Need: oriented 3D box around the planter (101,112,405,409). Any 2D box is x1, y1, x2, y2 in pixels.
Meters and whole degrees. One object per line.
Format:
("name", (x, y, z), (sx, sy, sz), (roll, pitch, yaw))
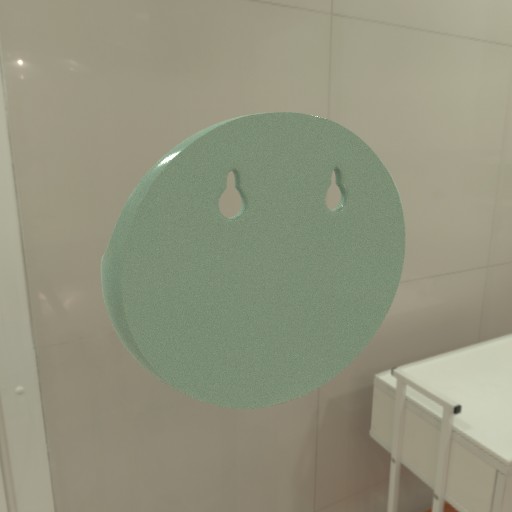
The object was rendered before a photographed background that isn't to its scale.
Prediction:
("planter", (0.000, 0.000, 0.272), (0.189, 0.164, 0.073), (-7, 15, -27))
